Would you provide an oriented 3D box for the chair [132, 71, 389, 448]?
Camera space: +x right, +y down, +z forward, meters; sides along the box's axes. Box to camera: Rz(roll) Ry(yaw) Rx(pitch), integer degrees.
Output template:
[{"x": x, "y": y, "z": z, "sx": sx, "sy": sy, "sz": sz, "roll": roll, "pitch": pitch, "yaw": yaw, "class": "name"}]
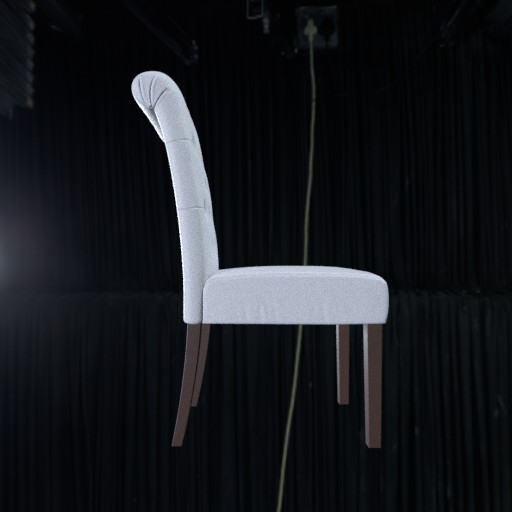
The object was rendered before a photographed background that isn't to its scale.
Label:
[{"x": 0.000, "y": 0.000, "z": 1.358, "sx": 0.671, "sy": 1.006, "sz": 0.456, "roll": 0, "pitch": -2, "yaw": -1, "class": "chair"}]
